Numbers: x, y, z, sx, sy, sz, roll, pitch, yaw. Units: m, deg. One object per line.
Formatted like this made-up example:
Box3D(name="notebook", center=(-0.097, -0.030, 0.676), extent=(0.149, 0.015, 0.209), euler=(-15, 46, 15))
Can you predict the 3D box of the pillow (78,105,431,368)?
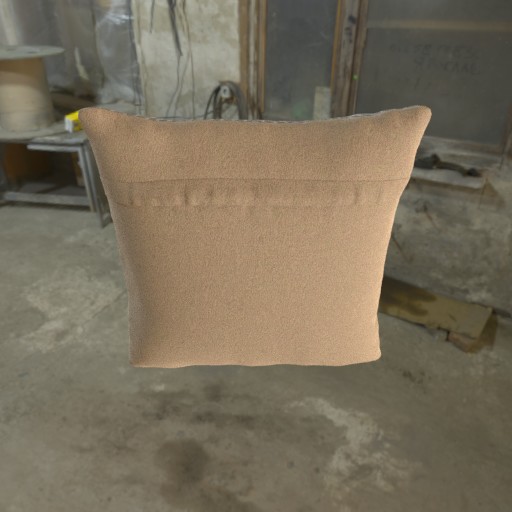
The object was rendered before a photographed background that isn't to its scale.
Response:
Box3D(name="pillow", center=(0.000, 0.000, 0.694), extent=(0.459, 0.458, 0.181), euler=(-1, 30, -2))
